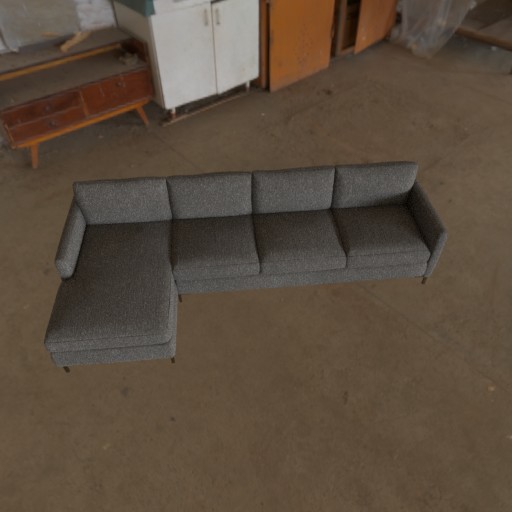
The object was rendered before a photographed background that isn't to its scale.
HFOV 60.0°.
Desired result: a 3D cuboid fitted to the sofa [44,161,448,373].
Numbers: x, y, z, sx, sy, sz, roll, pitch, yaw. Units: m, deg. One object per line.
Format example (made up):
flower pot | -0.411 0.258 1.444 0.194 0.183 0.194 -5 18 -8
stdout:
sofa | 0.000 0.000 3.419 2.932 0.810 1.350 -4 46 -4
